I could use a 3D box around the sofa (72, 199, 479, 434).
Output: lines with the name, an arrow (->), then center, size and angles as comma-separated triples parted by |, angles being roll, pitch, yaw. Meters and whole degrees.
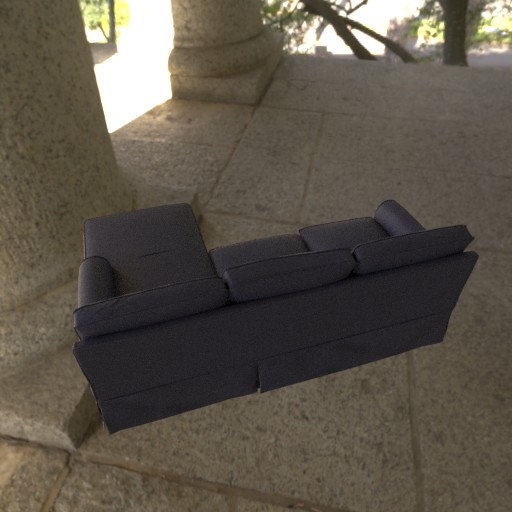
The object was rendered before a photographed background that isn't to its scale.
sofa -> 0.000, 0.000, 3.318 | 2.518, 1.039, 1.637 | -12, 43, -13
